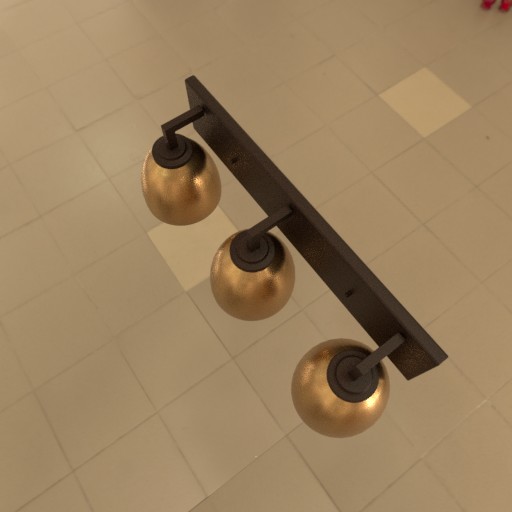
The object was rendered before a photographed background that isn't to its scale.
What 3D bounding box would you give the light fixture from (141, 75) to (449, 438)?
[{"bbox_3d":[0.000,0.000,0.673,0.157,0.204,0.582,-34,70,-14],"label":"light fixture"}]
